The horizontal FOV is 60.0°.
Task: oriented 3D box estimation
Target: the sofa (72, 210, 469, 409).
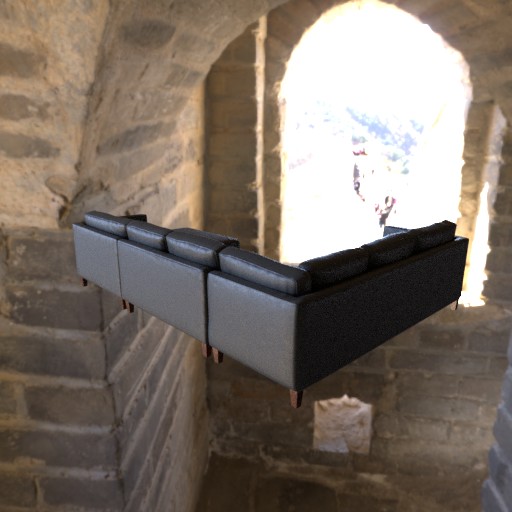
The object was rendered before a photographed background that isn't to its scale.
[{"bbox_3d":[0.000,0.000,4.763,2.593,0.923,3.460,-14,21,-42],"label":"sofa"}]
